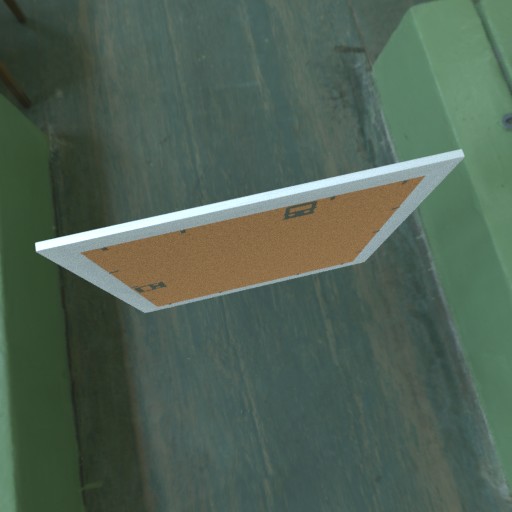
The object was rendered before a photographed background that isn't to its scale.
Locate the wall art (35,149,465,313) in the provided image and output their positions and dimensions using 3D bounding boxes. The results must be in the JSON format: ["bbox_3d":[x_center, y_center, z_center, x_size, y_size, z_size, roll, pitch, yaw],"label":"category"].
[{"bbox_3d":[0.000,0.000,0.869,0.584,0.584,0.013,-13,75,-3],"label":"wall art"}]
